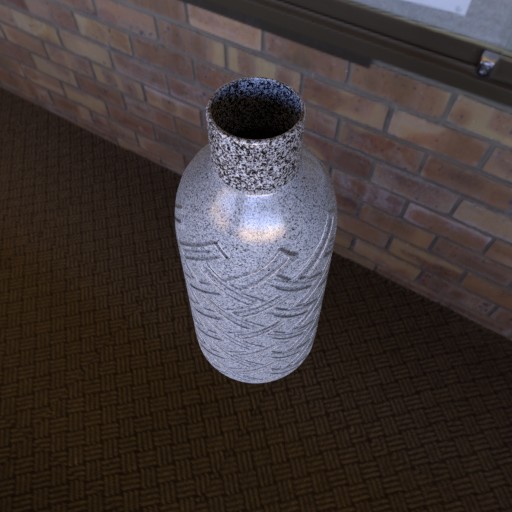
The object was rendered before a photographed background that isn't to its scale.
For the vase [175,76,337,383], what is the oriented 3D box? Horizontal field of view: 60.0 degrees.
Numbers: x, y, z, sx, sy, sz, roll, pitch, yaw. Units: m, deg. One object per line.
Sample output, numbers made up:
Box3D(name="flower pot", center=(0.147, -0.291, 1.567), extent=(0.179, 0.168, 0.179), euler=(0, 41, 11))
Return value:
Box3D(name="vase", center=(0.000, 0.000, 0.344), extent=(0.122, 0.282, 0.122), euler=(0, 58, 0))
